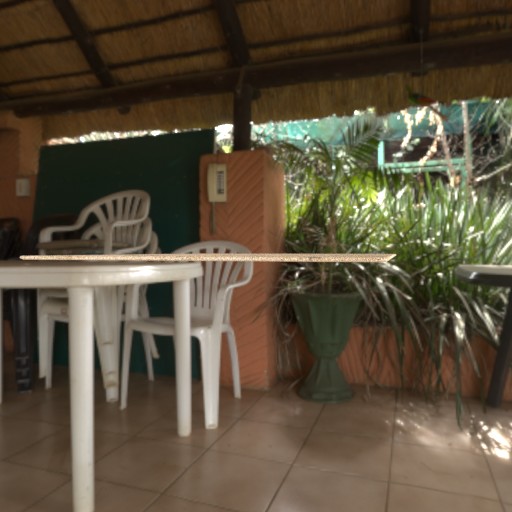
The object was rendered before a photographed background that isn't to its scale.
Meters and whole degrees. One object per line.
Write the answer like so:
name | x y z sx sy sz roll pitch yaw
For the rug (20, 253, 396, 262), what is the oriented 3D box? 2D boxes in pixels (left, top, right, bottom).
rug | 0.000 0.000 4.035 2.399 0.026 3.000 0 1 18
